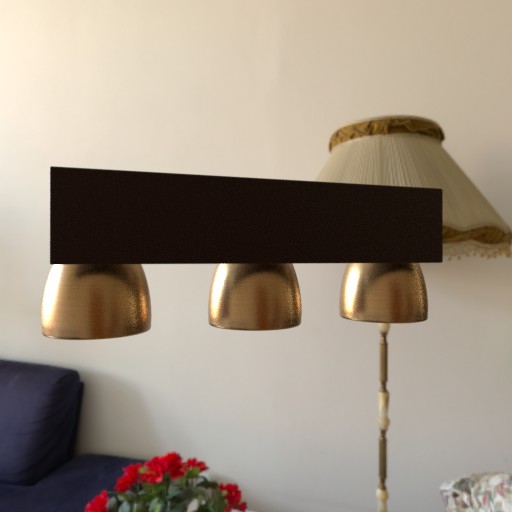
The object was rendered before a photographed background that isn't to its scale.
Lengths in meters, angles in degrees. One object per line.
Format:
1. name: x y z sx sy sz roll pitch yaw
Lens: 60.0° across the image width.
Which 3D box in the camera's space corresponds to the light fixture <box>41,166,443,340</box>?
1. light fixture: 0.000 0.000 0.660 0.582 0.204 0.157 0 0 -18
